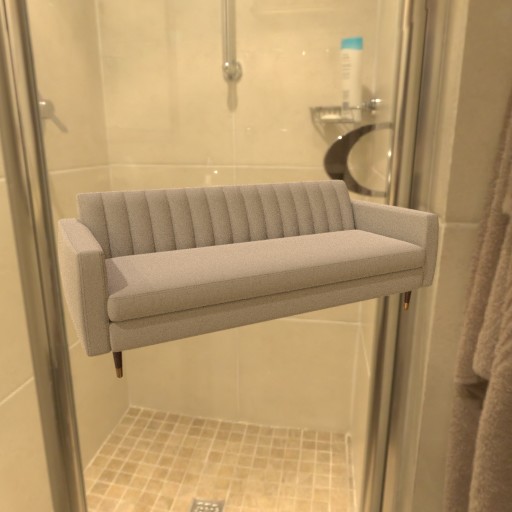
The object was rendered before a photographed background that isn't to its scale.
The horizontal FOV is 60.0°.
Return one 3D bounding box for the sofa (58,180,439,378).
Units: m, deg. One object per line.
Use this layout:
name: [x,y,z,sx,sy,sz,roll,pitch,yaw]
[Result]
sofa: [0.000,0.000,2.844,2.291,0.821,0.990,-8,17,-26]
